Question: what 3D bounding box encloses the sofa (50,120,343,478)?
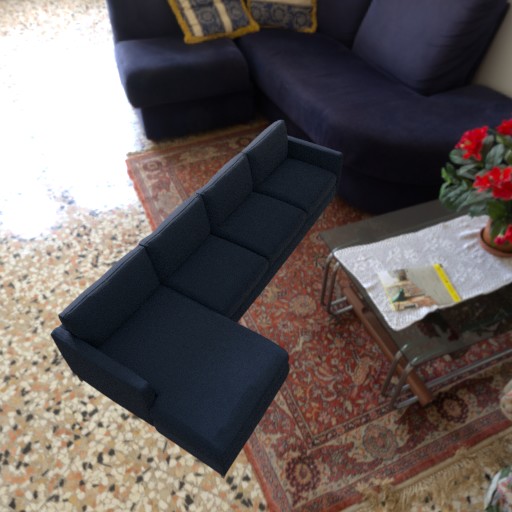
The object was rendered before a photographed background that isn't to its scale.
[{"bbox_3d":[0.000,0.000,2.978,1.128,0.679,2.450,24,50,21],"label":"sofa"}]
